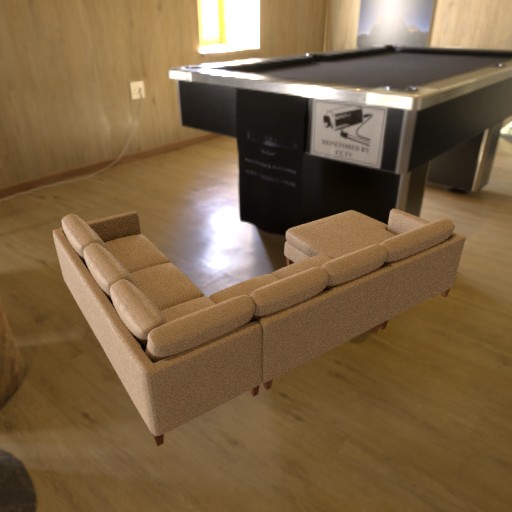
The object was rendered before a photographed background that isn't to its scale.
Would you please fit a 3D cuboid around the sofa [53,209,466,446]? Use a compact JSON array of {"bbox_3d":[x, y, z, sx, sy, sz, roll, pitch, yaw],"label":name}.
[{"bbox_3d":[0.000,0.000,4.593,3.403,0.889,2.551,-18,34,-29],"label":"sofa"}]
